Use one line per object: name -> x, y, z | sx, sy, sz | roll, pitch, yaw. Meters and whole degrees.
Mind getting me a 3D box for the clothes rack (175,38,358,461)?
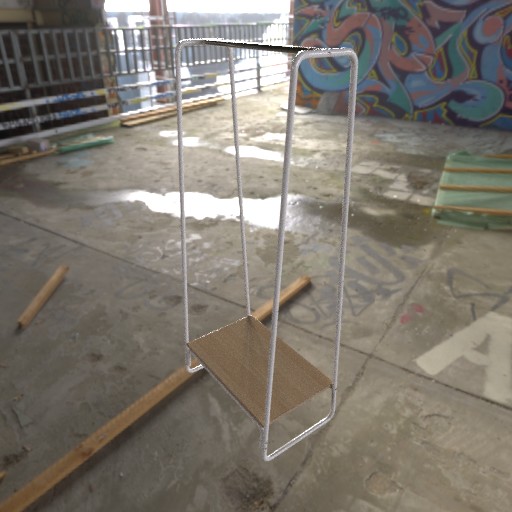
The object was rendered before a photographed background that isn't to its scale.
clothes rack -> 0.000, 0.000, 1.731 | 0.400, 1.500, 0.640 | -20, 34, -32
